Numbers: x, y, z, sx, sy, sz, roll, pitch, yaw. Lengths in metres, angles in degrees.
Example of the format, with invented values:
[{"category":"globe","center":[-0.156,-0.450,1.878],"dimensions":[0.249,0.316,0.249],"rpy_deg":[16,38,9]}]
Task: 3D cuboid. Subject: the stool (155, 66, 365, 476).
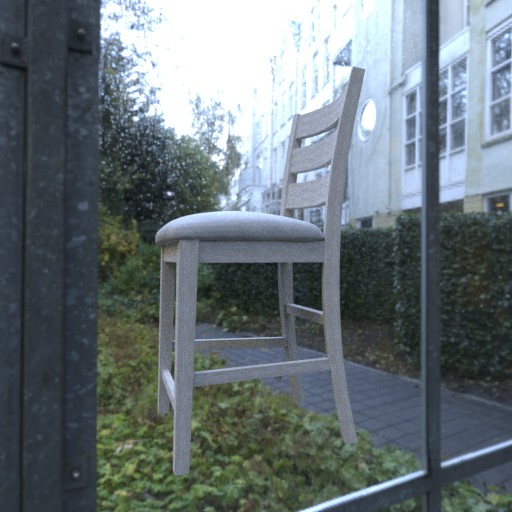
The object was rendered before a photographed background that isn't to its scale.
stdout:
[{"category":"stool","center":[0.000,0.000,1.338],"dimensions":[0.569,1.032,0.484],"rpy_deg":[0,0,-17]}]
